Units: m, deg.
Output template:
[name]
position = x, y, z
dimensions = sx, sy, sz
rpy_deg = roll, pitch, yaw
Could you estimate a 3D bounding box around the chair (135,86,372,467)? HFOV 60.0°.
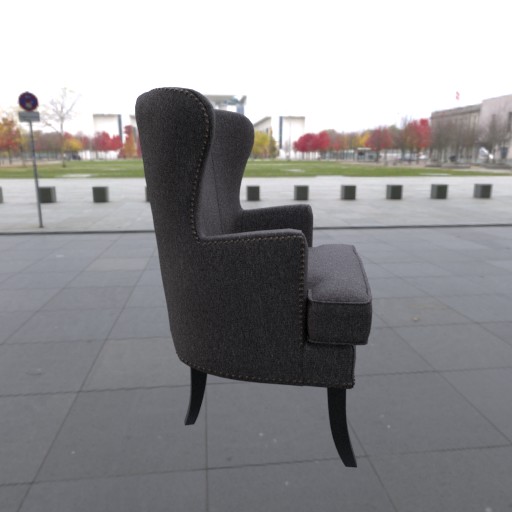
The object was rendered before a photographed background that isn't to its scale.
[chair]
position = 0.000, 0.000, 1.576
dimensions = 0.758, 1.060, 0.759
rpy_deg = 2, 13, 8
